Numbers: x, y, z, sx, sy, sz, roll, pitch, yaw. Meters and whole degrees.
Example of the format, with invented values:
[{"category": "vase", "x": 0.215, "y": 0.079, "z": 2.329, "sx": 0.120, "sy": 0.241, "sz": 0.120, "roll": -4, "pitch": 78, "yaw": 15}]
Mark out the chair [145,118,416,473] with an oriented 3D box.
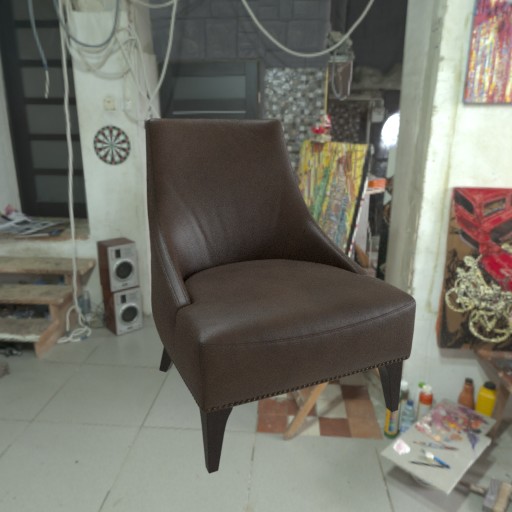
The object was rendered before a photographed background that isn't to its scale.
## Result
[{"category": "chair", "x": 0.000, "y": 0.000, "z": 1.512, "sx": 0.701, "sy": 0.909, "sz": 0.861, "roll": -7, "pitch": 18, "yaw": -24}]
